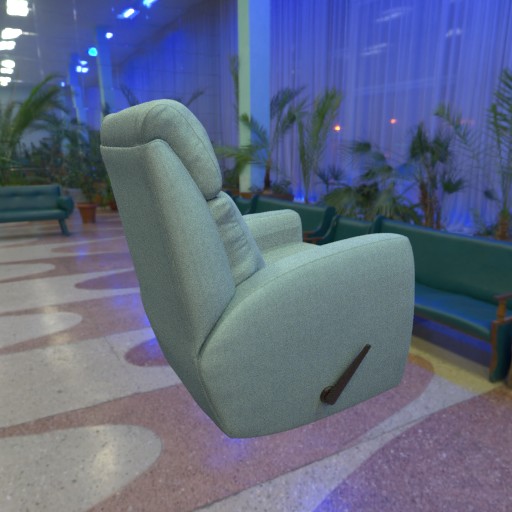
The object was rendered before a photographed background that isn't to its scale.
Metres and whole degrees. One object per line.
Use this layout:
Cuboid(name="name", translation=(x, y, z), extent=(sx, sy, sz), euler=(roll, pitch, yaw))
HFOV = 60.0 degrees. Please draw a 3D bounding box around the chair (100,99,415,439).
Cuboid(name="chair", translation=(0.000, 0.000, 1.598), extent=(0.940, 1.013, 0.812), euler=(-7, 16, -27))
